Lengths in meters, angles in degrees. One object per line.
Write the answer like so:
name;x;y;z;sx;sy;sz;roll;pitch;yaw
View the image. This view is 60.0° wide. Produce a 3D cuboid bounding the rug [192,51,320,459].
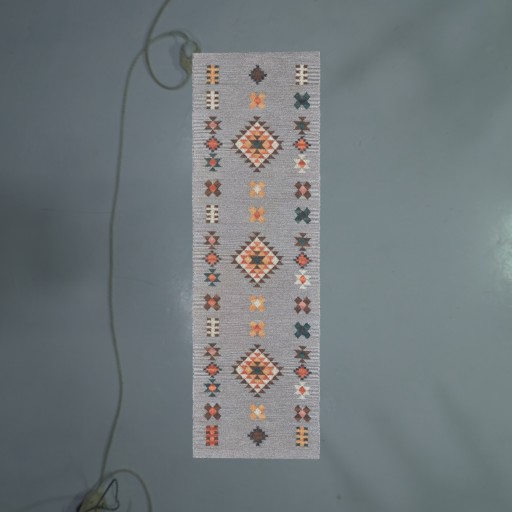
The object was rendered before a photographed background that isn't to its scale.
rug;0.000;0.000;2.657;0.766;0.008;2.432;0;90;1
